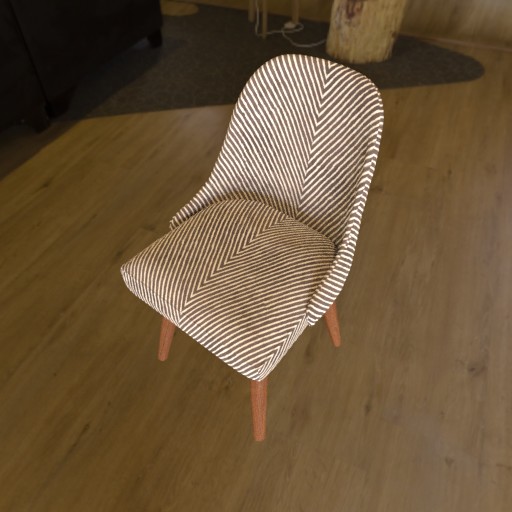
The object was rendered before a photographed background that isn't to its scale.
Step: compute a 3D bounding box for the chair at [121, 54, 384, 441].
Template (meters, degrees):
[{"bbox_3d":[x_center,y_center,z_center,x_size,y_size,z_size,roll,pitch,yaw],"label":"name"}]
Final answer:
[{"bbox_3d":[0.000,0.000,1.229,0.504,0.883,0.591,31,54,26],"label":"chair"}]
